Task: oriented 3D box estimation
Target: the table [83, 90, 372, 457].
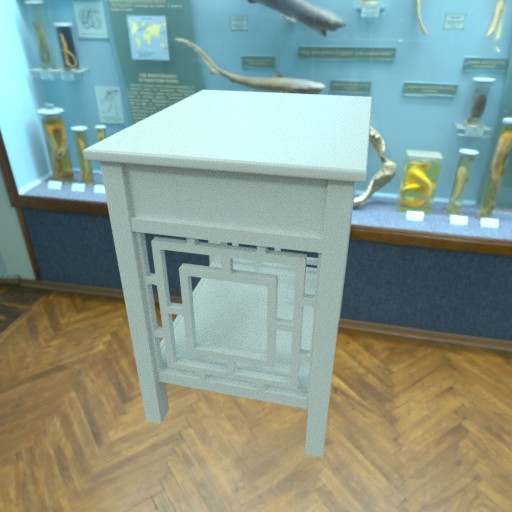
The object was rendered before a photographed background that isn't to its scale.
[{"bbox_3d":[0.000,0.000,1.055,0.451,0.646,0.564,7,31,12],"label":"table"}]
